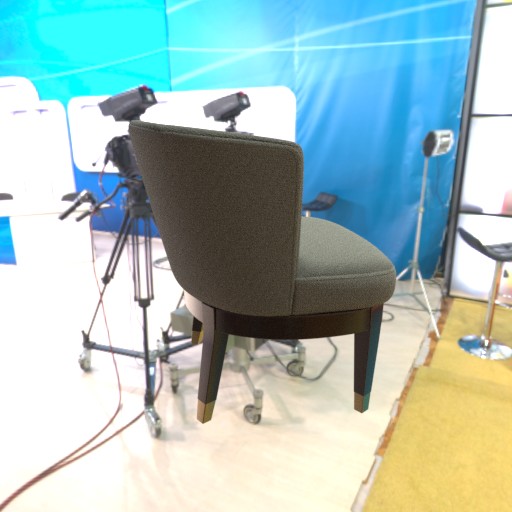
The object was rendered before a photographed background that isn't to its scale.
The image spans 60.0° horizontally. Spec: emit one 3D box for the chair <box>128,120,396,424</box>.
[{"bbox_3d":[0.000,0.000,1.299,0.660,0.760,0.700,-3,16,-10],"label":"chair"}]
